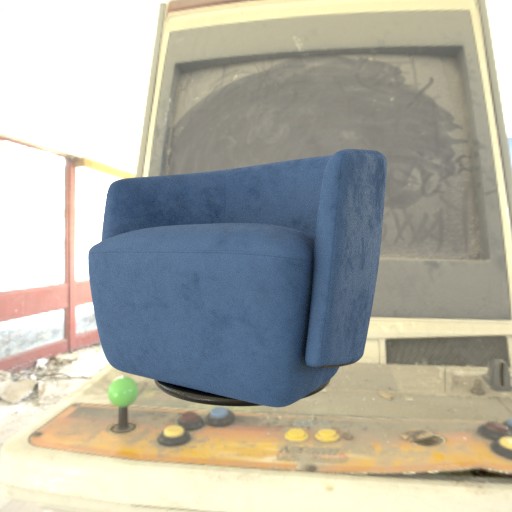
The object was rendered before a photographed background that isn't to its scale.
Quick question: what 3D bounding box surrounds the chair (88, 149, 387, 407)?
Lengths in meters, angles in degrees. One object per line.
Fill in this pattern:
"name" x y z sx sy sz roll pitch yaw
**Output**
"chair" 0.000 0.000 1.337 0.773 0.698 0.767 1 1 34
